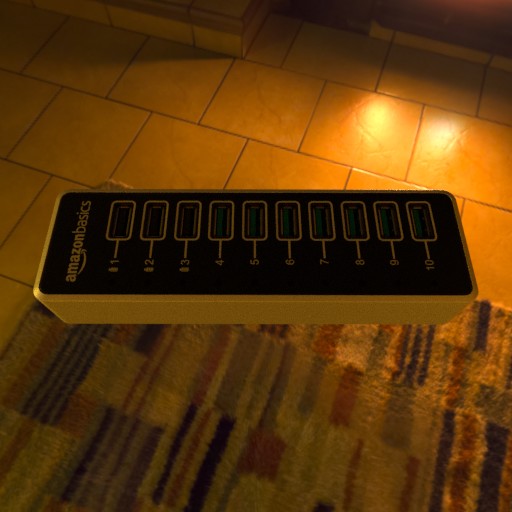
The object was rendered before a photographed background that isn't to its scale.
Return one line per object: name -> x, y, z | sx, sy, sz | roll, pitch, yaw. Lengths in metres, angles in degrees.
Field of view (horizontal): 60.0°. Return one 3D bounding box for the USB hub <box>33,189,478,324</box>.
USB hub -> 0.000, 0.000, 0.162 | 0.145, 0.023, 0.044 | 0, 63, 0
